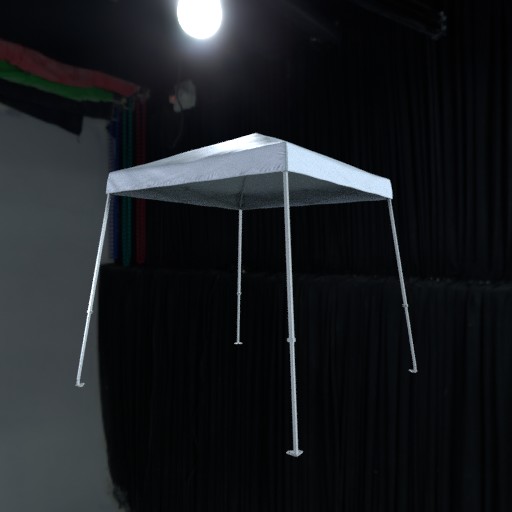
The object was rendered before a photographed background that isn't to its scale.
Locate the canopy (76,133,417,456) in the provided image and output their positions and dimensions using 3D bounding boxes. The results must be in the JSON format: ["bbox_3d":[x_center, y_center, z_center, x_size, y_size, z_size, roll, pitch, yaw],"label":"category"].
[{"bbox_3d":[0.000,0.000,6.530,3.599,3.600,3.600,0,1,37],"label":"canopy"}]
